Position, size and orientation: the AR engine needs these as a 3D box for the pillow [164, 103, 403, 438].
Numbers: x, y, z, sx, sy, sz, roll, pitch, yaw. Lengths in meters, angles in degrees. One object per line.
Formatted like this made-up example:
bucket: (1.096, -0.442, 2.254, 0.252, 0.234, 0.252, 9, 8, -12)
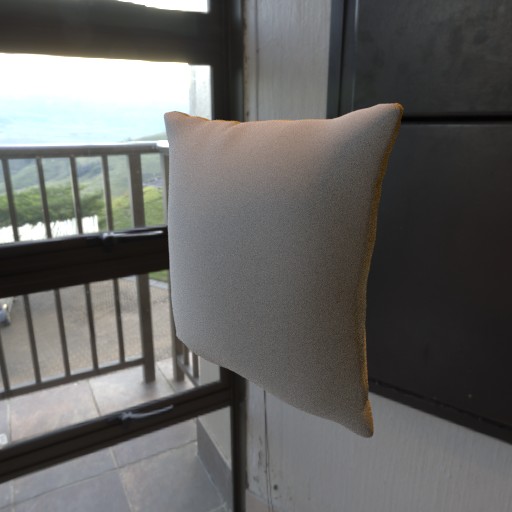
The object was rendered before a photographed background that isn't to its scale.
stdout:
pillow: (0.000, 0.000, 0.708, 0.450, 0.450, 0.211, 15, 22, 41)
